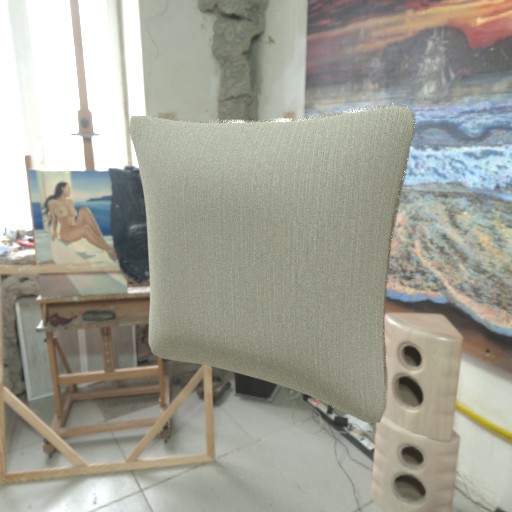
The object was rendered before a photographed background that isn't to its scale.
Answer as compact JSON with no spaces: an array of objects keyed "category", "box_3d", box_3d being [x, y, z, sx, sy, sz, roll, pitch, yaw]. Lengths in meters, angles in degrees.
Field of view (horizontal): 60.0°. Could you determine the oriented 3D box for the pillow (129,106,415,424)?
[{"category":"pillow","box_3d":[0.000,0.000,0.831,0.538,0.525,0.216,8,17,27]}]
